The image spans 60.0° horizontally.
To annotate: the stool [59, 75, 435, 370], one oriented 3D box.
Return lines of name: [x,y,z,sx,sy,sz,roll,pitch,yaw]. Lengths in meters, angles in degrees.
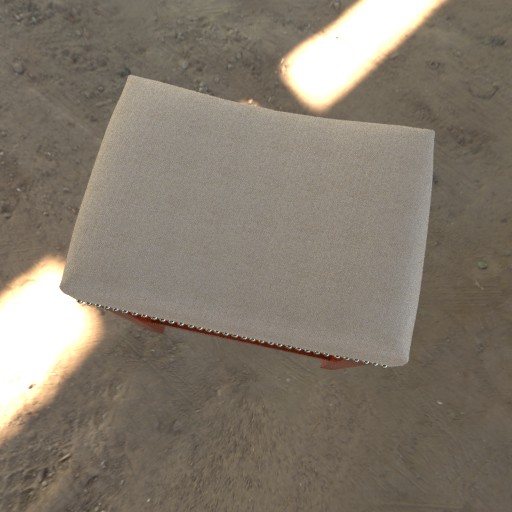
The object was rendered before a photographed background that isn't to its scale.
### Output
stool: [0.000,0.000,0.931,0.509,0.632,0.375,11,75,3]
